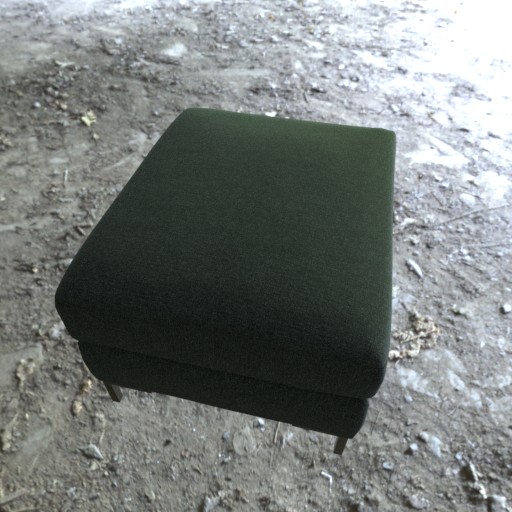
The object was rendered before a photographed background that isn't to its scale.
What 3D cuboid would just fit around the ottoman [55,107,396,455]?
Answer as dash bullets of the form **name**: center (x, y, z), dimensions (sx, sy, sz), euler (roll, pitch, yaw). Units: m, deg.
- **ottoman**: center (0.000, 0.000, 1.272), dimensions (0.695, 0.533, 0.831), euler (10, 47, 9)
